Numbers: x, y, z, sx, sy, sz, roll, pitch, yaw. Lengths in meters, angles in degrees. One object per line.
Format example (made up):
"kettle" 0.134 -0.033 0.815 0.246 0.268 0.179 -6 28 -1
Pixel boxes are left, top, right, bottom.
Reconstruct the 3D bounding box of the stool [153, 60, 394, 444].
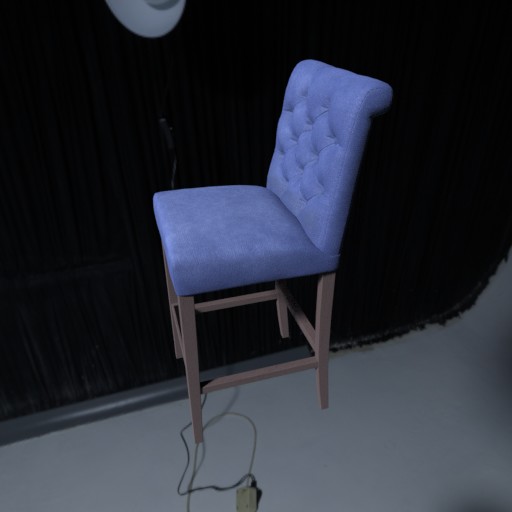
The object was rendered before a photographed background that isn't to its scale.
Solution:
"stool" 0.000 0.000 1.475 0.601 1.140 0.493 -9 32 -15
